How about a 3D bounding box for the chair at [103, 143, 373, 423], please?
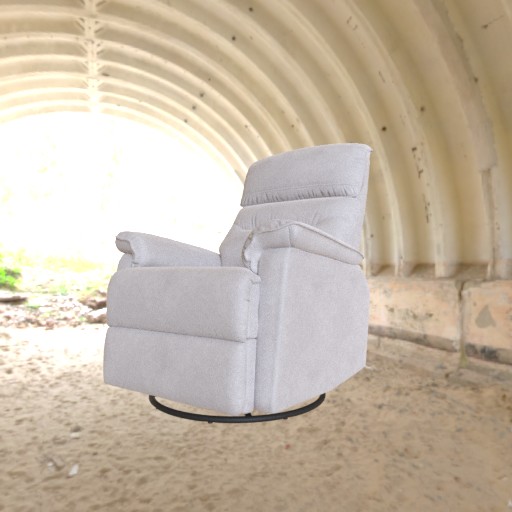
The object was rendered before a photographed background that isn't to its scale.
[{"bbox_3d":[0.000,0.000,1.757,0.820,1.039,1.001,-1,-2,36],"label":"chair"}]
